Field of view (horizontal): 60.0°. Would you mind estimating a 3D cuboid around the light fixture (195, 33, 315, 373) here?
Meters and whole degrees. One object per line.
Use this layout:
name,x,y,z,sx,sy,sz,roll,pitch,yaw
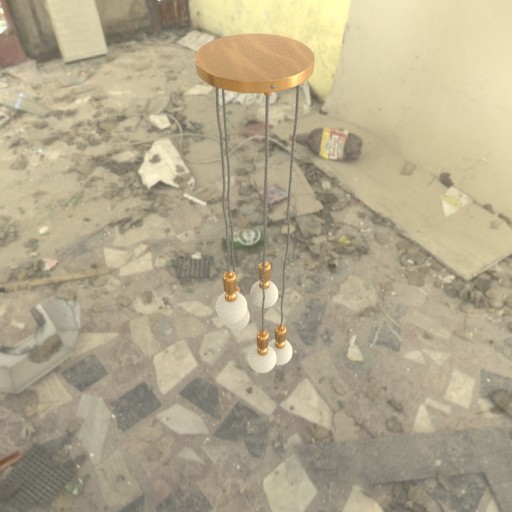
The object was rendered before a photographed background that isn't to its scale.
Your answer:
light fixture,0.000,0.000,0.518,0.108,0.457,0.105,-11,47,-11
